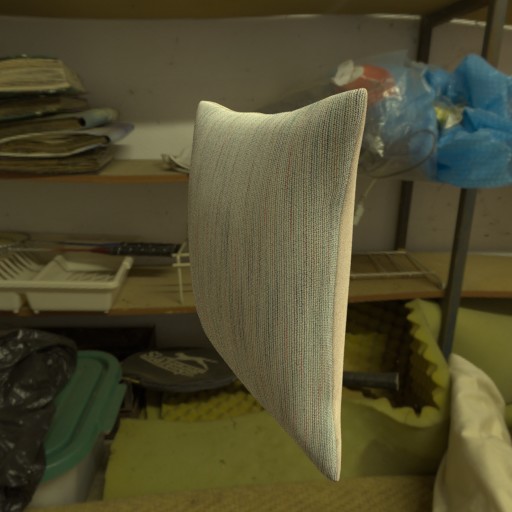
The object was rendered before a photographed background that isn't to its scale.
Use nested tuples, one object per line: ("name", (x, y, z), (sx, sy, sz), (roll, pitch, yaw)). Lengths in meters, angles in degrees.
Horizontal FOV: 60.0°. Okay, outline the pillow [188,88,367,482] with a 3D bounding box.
("pillow", (0.000, 0.000, 0.746), (0.178, 0.506, 0.512), (-9, 20, -25))
